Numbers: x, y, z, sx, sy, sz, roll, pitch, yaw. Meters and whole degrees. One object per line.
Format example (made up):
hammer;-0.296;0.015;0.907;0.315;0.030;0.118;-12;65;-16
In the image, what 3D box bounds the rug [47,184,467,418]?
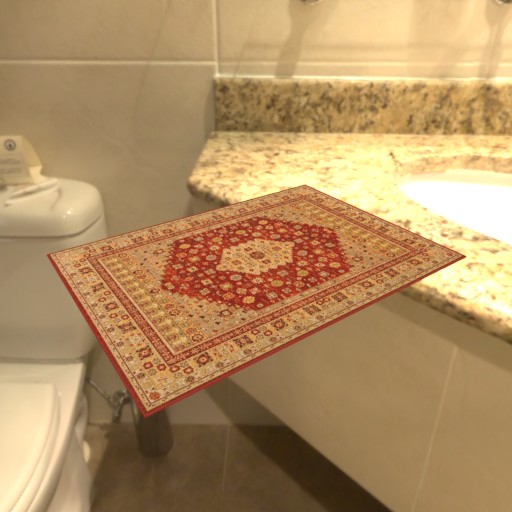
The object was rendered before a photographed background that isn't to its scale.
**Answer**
rug;0.000;0.000;2.875;2.211;0.013;1.593;-19;35;-30
